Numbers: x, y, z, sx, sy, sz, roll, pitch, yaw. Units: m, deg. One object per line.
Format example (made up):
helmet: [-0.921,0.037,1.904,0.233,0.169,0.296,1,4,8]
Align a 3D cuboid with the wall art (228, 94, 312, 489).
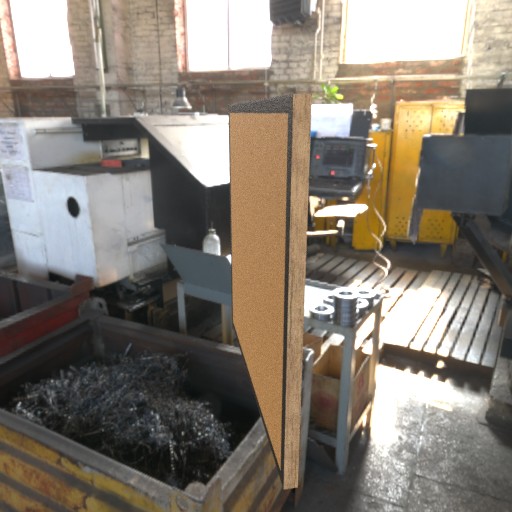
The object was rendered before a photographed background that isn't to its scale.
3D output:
wall art: [0.000,0.000,1.045,0.029,0.691,0.695,-3,18,-10]
